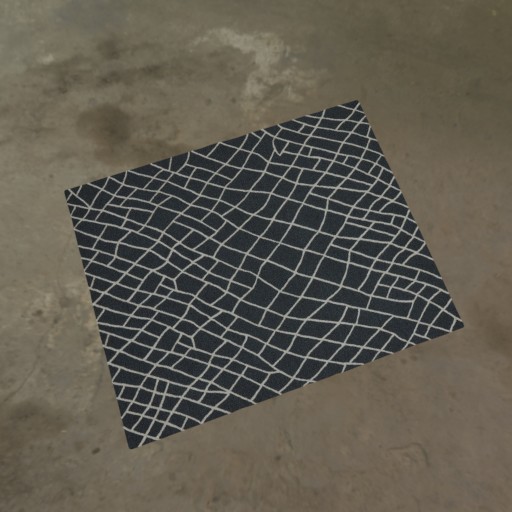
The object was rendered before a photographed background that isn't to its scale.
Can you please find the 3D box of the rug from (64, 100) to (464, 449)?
[{"bbox_3d":[0.000,0.000,4.064,3.047,0.022,2.439,-19,75,-5],"label":"rug"}]
